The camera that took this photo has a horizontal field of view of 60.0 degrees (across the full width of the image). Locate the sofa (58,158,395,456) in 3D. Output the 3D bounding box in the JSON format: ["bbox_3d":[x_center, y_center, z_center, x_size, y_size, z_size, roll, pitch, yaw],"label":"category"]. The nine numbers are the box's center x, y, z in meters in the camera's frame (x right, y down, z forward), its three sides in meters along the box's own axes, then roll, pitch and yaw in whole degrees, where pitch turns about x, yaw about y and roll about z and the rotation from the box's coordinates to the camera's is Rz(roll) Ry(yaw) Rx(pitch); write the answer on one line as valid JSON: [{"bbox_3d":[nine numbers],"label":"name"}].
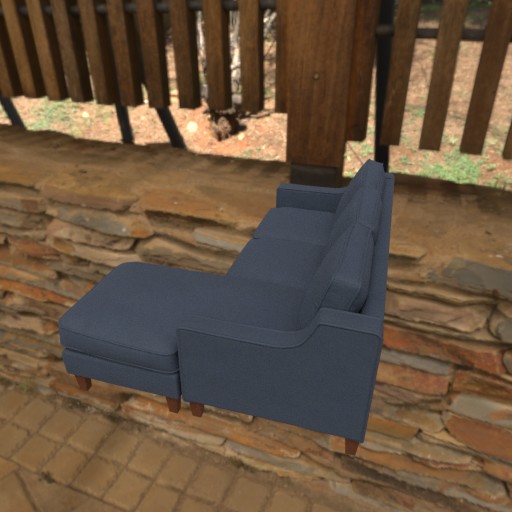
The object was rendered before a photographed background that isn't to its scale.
[{"bbox_3d":[0.000,0.000,3.309,1.858,1.066,2.317,8,30,14],"label":"sofa"}]
